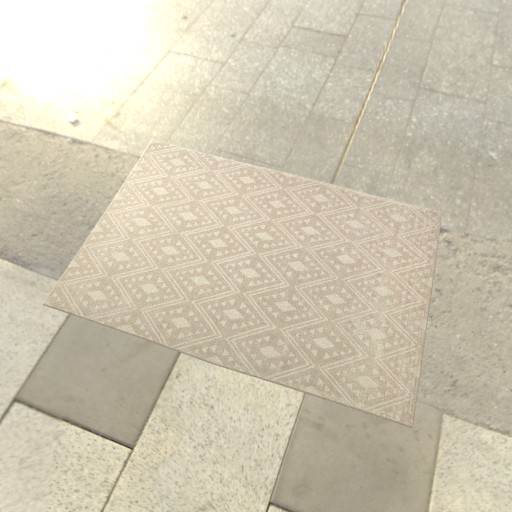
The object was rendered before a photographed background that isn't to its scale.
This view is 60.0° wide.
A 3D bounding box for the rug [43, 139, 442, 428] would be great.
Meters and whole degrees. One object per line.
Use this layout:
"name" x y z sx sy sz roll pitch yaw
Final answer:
"rug" 0.000 0.000 2.369 1.829 0.034 1.252 16 58 10
